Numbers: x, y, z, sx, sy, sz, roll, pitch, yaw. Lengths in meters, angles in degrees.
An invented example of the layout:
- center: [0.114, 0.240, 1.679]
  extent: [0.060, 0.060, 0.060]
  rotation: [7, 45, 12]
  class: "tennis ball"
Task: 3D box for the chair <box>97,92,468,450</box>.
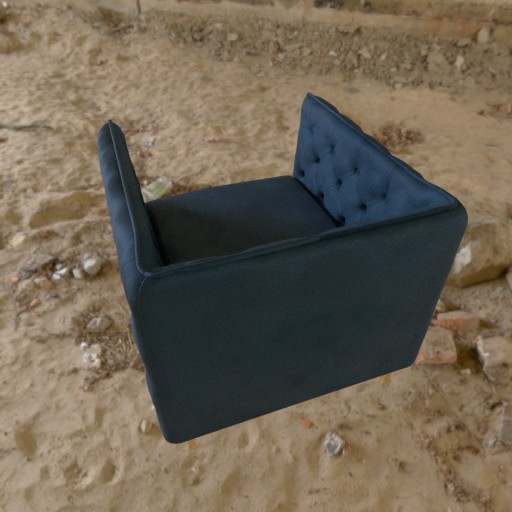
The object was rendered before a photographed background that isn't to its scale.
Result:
- center: [0.000, 0.000, 1.510]
  extent: [0.868, 0.771, 0.877]
  rotation: [-13, 42, -15]
  class: "chair"
